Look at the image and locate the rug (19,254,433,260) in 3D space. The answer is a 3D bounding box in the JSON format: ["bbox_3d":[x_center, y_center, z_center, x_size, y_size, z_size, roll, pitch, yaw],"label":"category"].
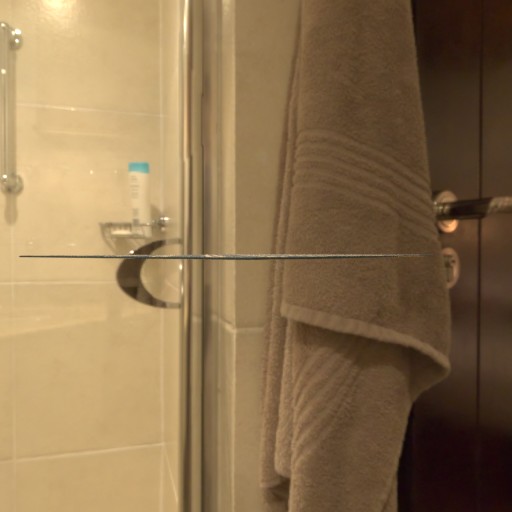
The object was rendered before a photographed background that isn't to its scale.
[{"bbox_3d":[0.000,0.000,4.302,2.432,0.018,3.342,0,1,37],"label":"rug"}]
